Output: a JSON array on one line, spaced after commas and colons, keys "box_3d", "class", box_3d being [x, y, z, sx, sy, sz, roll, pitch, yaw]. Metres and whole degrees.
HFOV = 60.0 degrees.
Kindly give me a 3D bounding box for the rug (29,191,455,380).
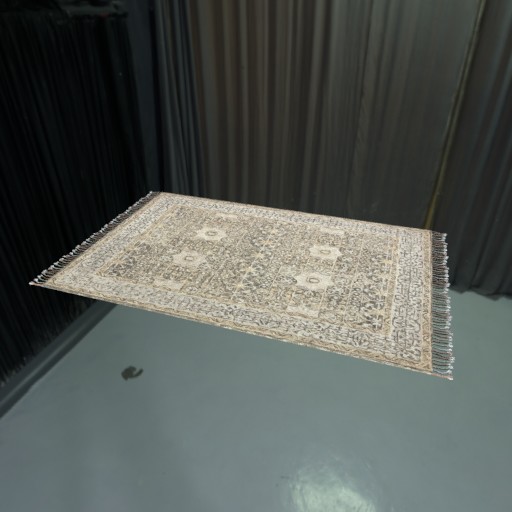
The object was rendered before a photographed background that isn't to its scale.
[{"box_3d": [0.000, 0.000, 2.467, 2.029, 0.010, 1.237, 10, 33, 16], "class": "rug"}]
